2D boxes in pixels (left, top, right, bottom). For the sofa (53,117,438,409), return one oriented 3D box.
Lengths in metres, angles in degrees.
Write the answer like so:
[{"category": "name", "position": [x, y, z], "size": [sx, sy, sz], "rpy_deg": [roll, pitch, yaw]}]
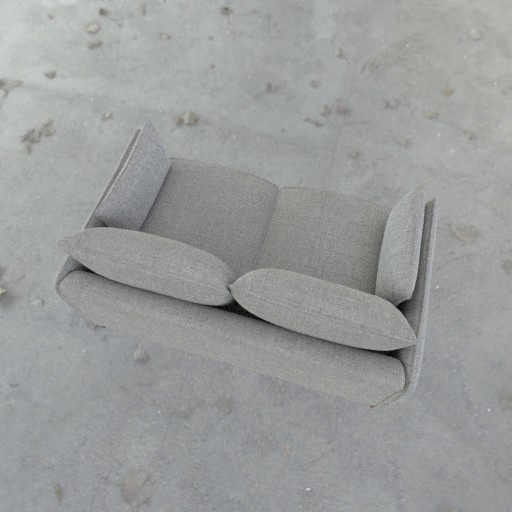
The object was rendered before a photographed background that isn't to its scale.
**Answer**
[{"category": "sofa", "position": [0.000, 0.000, 2.117], "size": [1.580, 0.851, 0.972], "rpy_deg": [15, 64, 7]}]
